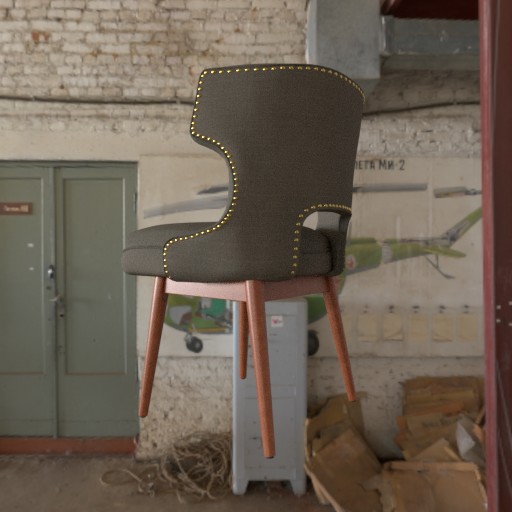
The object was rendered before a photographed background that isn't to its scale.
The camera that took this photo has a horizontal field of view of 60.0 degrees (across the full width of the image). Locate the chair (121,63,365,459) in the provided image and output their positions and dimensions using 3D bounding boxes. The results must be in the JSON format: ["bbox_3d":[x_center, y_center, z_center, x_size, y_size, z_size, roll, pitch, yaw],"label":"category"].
[{"bbox_3d":[0.000,0.000,1.239,0.581,0.863,0.595,0,0,35],"label":"chair"}]
